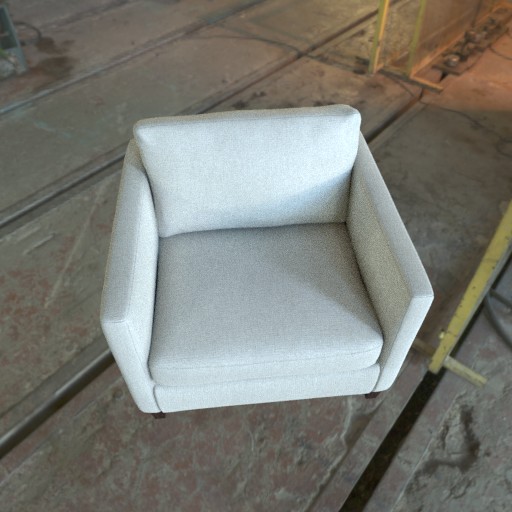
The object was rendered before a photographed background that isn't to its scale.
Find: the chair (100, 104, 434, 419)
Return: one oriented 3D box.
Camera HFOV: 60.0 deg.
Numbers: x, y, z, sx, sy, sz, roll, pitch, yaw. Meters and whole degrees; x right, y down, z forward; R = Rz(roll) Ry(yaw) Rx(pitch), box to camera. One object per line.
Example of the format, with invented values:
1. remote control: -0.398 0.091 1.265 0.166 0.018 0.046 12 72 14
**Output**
1. chair: 0.000 0.000 1.739 0.996 0.919 0.959 -4 48 -4
